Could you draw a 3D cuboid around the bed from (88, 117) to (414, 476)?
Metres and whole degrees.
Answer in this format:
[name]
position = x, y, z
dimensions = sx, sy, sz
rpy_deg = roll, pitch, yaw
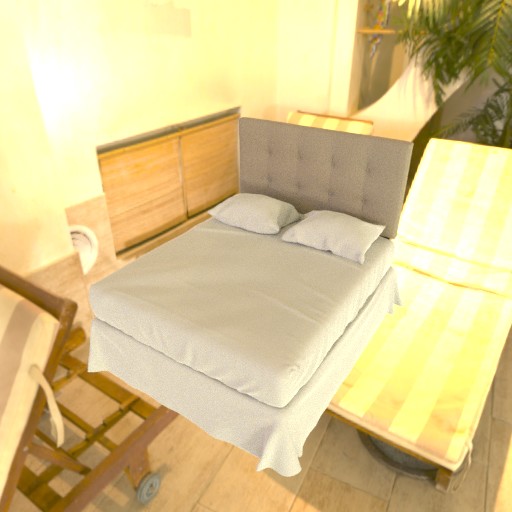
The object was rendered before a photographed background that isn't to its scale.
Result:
[bed]
position = 0.000, 0.000, 3.480
dimensions = 1.936, 1.577, 2.222
rpy_deg = 18, 34, 28
